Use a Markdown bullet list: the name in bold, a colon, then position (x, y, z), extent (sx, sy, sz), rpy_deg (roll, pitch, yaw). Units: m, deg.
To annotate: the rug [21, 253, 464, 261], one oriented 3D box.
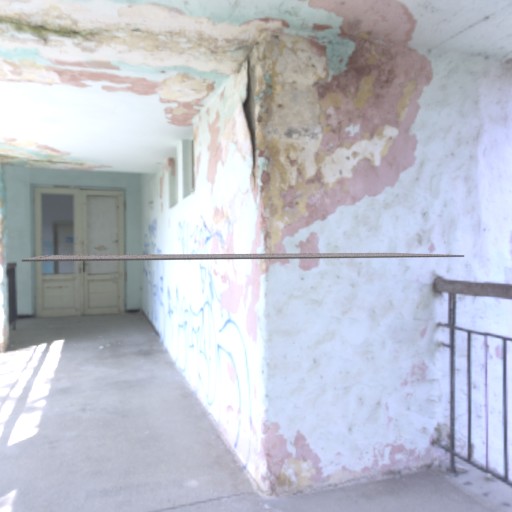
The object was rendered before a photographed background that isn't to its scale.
- **rug**: position (0.000, 0.000, 2.704), extent (2.448, 0.012, 0.769), rpy_deg (0, 2, -18)
